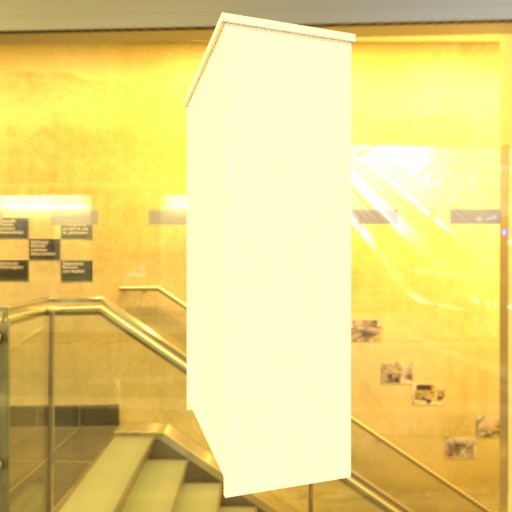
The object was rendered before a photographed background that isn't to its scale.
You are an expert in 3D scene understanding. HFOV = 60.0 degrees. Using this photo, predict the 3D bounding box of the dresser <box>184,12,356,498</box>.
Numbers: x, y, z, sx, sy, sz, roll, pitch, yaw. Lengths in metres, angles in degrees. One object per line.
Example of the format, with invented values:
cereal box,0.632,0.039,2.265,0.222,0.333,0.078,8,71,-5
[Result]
dresser,0.000,0.000,1.535,0.399,1.255,0.704,0,0,-17
